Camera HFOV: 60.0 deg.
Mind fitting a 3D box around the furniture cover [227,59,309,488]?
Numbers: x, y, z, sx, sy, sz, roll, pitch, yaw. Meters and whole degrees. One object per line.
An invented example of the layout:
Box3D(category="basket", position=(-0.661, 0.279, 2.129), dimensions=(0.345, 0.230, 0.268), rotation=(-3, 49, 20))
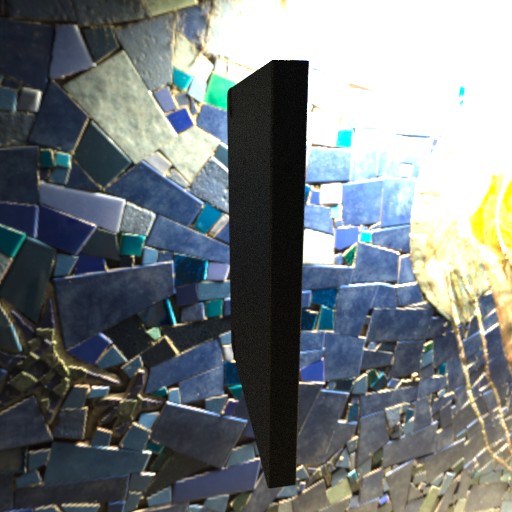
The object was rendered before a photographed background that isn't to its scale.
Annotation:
Box3D(category="furniture cover", position=(0.000, 0.000, 0.377), dimensions=(0.023, 0.281, 0.216), rotation=(-3, 17, -10))
